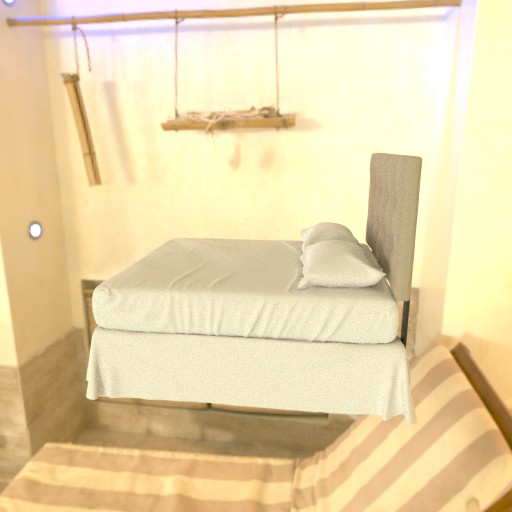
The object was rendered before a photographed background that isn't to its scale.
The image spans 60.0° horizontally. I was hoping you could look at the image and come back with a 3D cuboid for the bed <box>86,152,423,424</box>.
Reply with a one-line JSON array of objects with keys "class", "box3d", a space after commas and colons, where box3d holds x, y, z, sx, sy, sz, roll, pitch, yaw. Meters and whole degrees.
[{"class": "bed", "box3d": [0.000, 0.000, 3.501, 2.222, 1.577, 1.936, 2, 14, 7]}]
